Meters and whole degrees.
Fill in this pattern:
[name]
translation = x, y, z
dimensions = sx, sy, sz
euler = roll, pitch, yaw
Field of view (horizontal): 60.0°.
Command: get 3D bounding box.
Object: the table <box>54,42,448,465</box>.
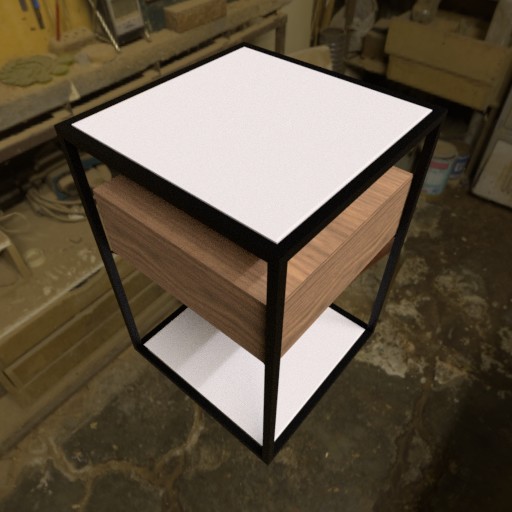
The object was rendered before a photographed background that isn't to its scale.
[table]
translation = 0.000, 0.000, 0.791
dimensions = 0.378, 0.540, 0.378
euler = 31, 54, 27
